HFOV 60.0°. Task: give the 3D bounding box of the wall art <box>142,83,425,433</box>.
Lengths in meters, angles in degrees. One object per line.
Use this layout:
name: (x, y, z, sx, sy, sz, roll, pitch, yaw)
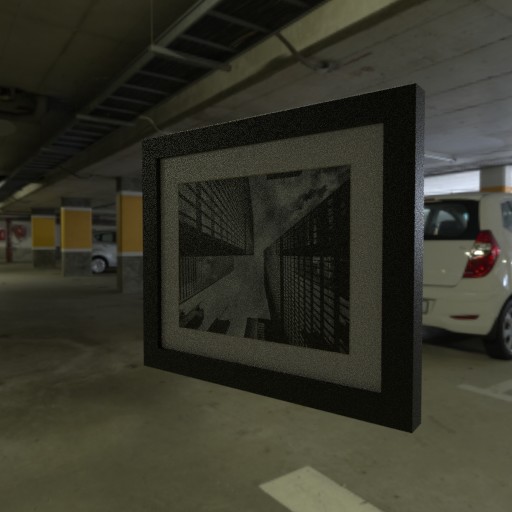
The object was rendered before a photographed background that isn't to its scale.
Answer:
wall art: (0.000, 0.000, 0.530, 0.381, 0.321, 0.028, 1, 2, 36)
